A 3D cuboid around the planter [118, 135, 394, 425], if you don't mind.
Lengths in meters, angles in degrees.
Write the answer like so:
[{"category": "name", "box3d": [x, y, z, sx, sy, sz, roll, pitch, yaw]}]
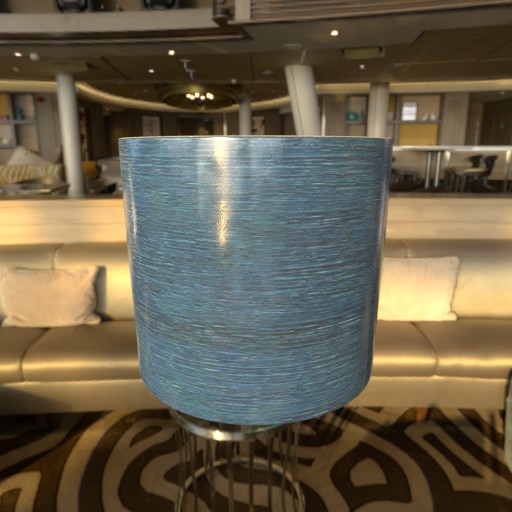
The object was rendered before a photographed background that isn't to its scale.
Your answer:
[{"category": "planter", "box3d": [0.000, 0.000, 0.396, 0.221, 0.201, 0.221, 0, 14, 0]}]
